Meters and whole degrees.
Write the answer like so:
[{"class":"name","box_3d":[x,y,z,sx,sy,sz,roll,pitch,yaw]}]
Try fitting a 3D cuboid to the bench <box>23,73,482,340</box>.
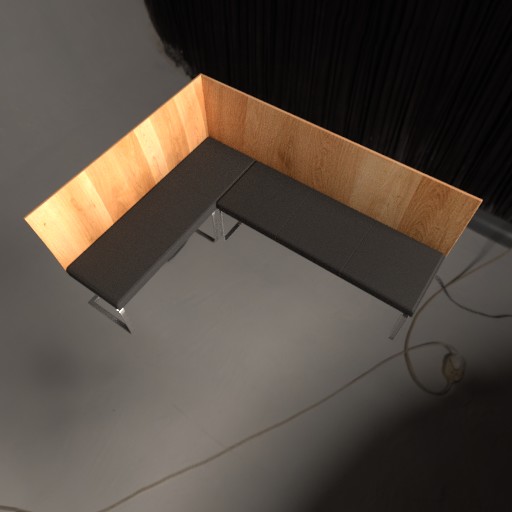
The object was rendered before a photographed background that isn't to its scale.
[{"class":"bench","box_3d":[0.000,0.000,2.751,1.945,0.930,1.495,30,62,18]}]
